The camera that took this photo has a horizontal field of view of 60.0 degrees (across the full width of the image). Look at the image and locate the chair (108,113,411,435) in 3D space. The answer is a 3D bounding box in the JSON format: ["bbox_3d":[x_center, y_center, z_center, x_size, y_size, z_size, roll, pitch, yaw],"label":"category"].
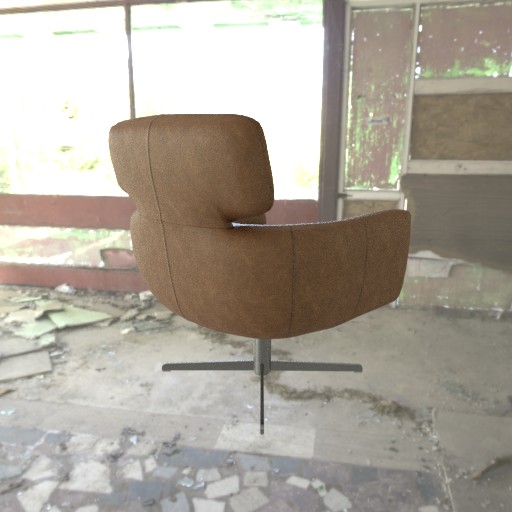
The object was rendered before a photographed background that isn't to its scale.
[{"bbox_3d":[0.000,0.000,1.371,0.715,0.812,0.706,-14,20,-43],"label":"chair"}]
